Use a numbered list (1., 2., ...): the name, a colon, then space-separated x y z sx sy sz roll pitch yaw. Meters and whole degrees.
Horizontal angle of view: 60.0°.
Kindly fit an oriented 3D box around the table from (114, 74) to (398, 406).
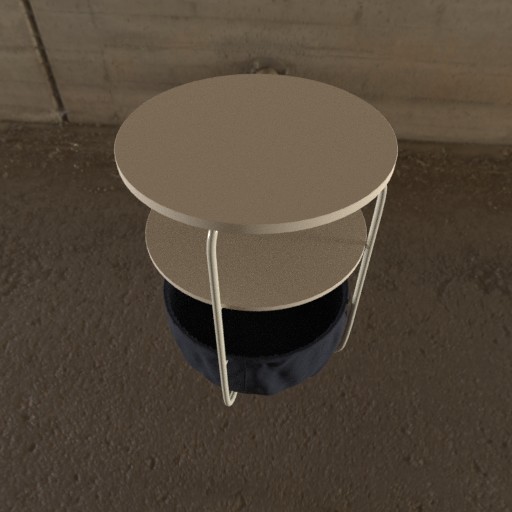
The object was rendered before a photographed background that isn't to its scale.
1. table: 0.000 0.000 0.860 0.418 0.532 0.418 -21 49 -19
